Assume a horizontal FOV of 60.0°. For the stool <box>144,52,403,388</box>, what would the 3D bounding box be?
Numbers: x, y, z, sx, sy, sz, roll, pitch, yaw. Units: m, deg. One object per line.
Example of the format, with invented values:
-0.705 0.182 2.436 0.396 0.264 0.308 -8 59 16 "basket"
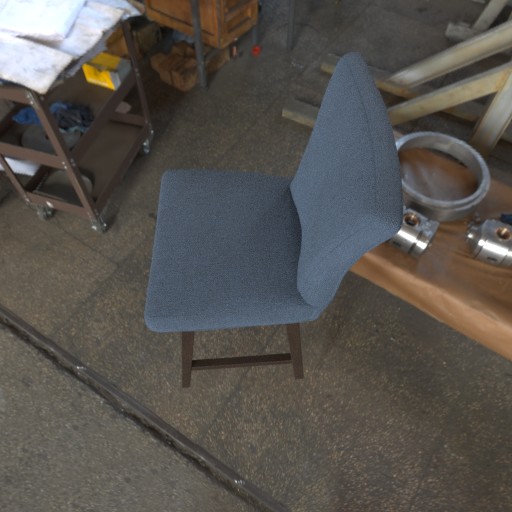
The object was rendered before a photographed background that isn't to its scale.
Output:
0.000 0.000 1.314 0.574 1.000 0.514 -1 58 0 "stool"
